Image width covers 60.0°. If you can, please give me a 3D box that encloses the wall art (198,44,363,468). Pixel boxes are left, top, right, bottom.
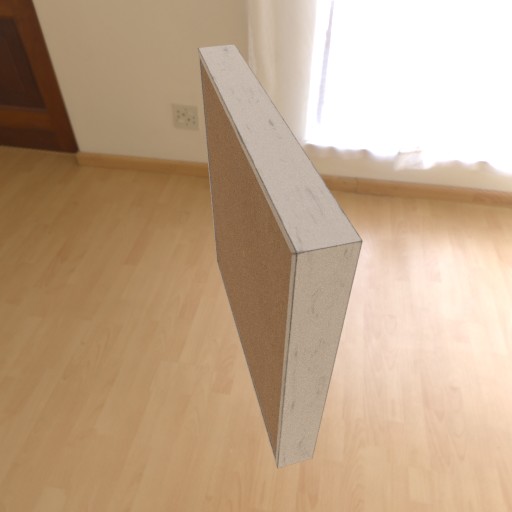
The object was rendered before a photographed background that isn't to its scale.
[{"bbox_3d":[0.000,0.000,0.450,0.038,0.305,0.305,-11,46,-11],"label":"wall art"}]
